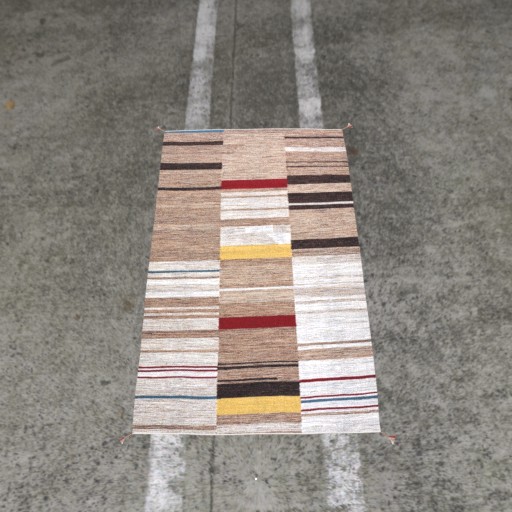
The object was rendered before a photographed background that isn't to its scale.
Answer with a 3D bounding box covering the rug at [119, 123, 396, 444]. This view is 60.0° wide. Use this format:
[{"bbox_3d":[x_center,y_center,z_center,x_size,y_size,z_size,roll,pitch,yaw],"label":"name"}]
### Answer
[{"bbox_3d":[0.000,0.000,2.429,1.268,0.007,1.918,0,63,0],"label":"rug"}]
